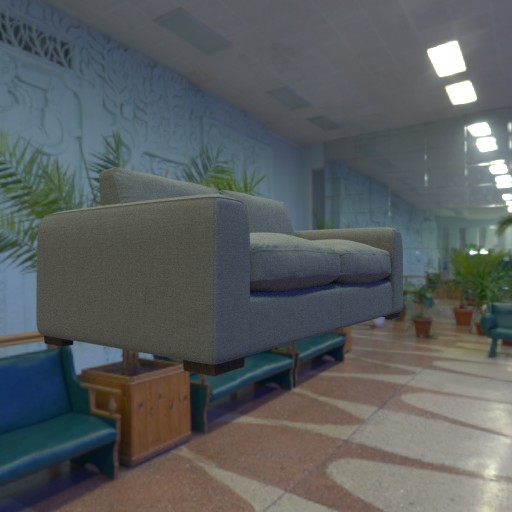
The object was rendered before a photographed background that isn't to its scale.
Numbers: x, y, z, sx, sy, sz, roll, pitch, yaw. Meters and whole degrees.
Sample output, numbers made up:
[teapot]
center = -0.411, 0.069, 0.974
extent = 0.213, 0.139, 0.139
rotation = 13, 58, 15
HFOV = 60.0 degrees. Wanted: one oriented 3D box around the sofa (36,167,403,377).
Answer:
[sofa]
center = 0.000, 0.000, 2.440
extent = 1.069, 0.800, 1.920
rotation = -1, -1, 35
